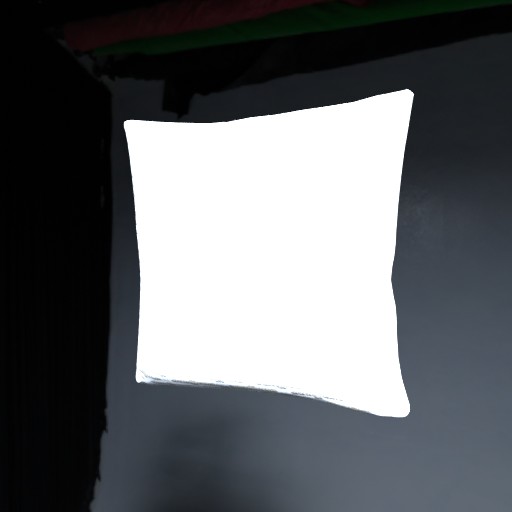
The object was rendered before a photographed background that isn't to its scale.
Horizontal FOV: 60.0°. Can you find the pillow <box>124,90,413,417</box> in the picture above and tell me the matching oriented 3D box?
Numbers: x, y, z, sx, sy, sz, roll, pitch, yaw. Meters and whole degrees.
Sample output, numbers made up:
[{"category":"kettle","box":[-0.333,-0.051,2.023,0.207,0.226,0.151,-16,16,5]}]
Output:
[{"category":"pillow","box":[0.000,0.000,0.749,0.496,0.491,0.219,1,2,20]}]
